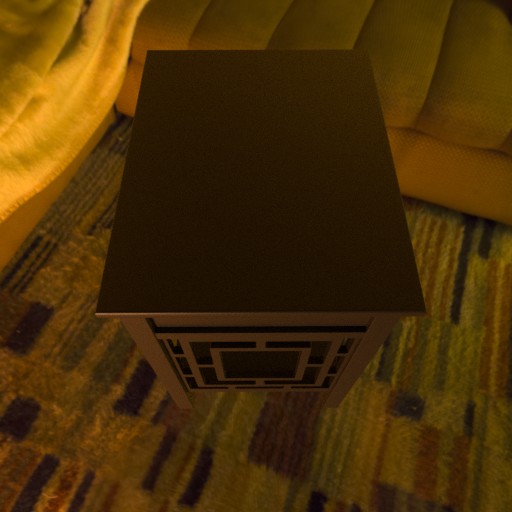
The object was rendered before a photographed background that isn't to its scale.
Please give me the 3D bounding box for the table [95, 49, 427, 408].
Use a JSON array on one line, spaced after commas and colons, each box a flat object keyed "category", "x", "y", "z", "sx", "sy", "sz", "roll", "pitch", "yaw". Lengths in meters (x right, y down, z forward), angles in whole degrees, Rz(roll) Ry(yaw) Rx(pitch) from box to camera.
[{"category": "table", "x": 0.000, "y": 0.000, "z": 1.004, "sx": 0.451, "sy": 0.646, "sz": 0.564, "roll": 0, "pitch": 59, "yaw": 0}]
